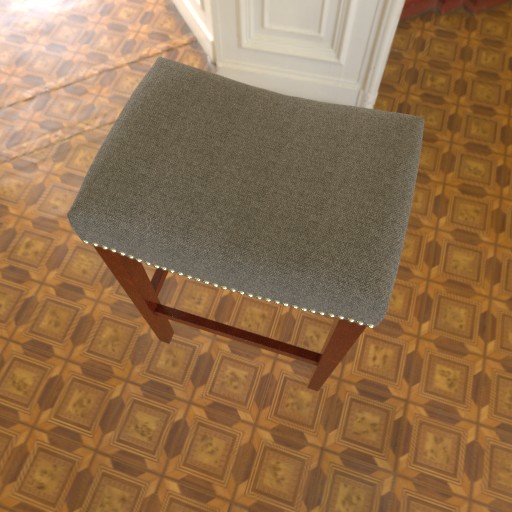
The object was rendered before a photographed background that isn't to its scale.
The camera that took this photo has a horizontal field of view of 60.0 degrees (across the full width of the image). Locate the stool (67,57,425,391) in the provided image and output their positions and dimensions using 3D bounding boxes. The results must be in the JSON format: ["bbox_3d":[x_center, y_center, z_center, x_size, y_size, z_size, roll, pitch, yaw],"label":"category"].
[{"bbox_3d":[0.000,0.000,1.018,0.504,0.742,0.372,16,65,7],"label":"stool"}]
